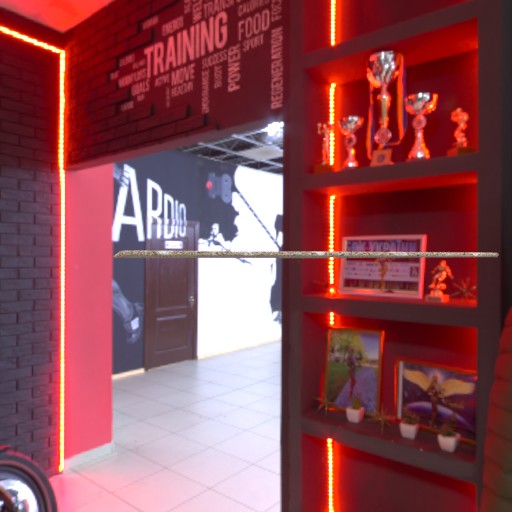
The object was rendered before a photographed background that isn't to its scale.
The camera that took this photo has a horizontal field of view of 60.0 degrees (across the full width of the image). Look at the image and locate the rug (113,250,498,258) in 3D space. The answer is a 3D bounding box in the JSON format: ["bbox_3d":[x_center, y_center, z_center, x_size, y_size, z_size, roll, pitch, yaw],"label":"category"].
[{"bbox_3d":[0.000,0.000,4.023,2.438,0.029,3.047,0,0,-18],"label":"rug"}]
